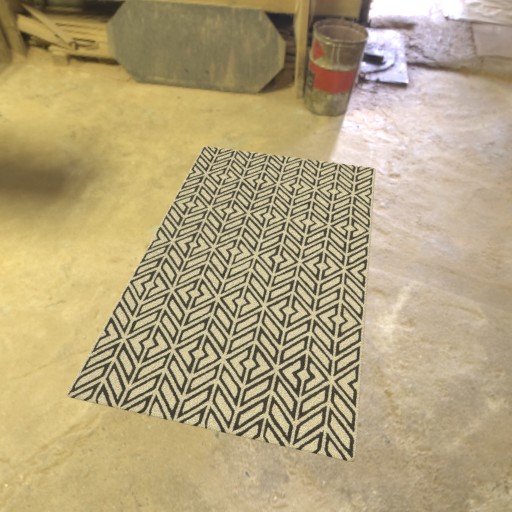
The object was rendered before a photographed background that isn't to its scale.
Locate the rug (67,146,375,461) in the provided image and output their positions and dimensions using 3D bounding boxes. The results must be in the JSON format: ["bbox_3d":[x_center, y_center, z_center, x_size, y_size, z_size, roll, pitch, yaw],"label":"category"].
[{"bbox_3d":[0.000,0.000,3.048,1.523,0.008,2.438,9,47,9],"label":"rug"}]
